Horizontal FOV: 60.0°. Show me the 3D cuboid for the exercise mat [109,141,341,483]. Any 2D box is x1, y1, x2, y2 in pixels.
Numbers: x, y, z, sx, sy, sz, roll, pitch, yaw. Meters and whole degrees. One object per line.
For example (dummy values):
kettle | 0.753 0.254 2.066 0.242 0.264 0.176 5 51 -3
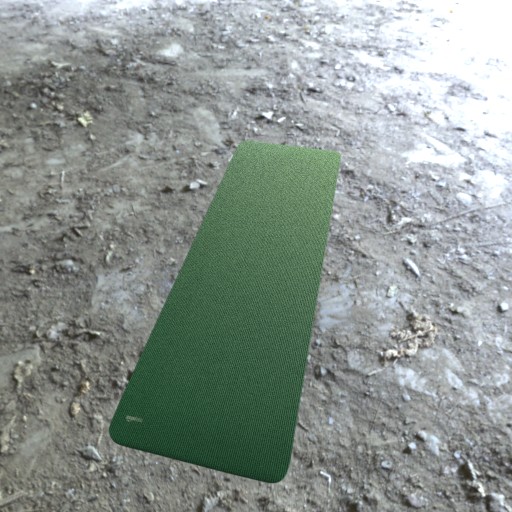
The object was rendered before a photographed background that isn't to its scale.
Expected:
exercise mat | 0.000 0.000 2.039 0.616 0.021 1.869 9 47 9
